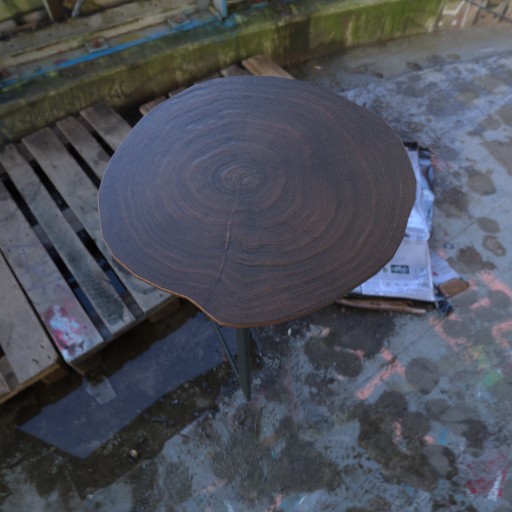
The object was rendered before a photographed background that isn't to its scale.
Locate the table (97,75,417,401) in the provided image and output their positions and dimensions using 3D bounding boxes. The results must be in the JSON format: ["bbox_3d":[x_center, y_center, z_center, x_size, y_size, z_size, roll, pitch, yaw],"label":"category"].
[{"bbox_3d":[0.000,0.000,0.882,0.494,0.476,0.477,-31,62,-19],"label":"table"}]
